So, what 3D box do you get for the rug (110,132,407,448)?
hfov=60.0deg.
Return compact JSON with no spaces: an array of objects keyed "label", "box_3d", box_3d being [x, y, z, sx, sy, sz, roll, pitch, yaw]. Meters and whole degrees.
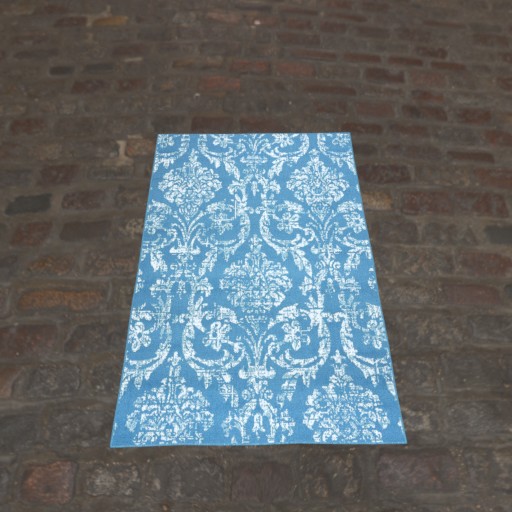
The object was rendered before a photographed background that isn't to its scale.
[{"label":"rug","box_3d":[0.000,0.000,2.296,1.211,0.012,1.833,-1,57,0]}]
